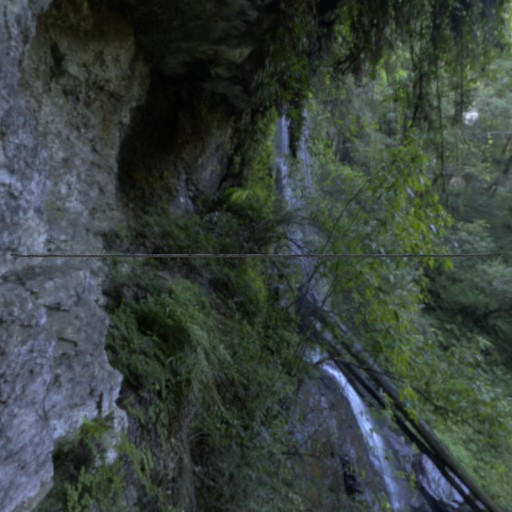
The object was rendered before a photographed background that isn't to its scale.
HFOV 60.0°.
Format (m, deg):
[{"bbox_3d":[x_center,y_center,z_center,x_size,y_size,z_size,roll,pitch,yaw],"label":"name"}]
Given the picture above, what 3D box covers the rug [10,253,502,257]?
[{"bbox_3d":[0.000,0.000,2.053,1.698,0.013,1.072,0,0,-1],"label":"rug"}]
